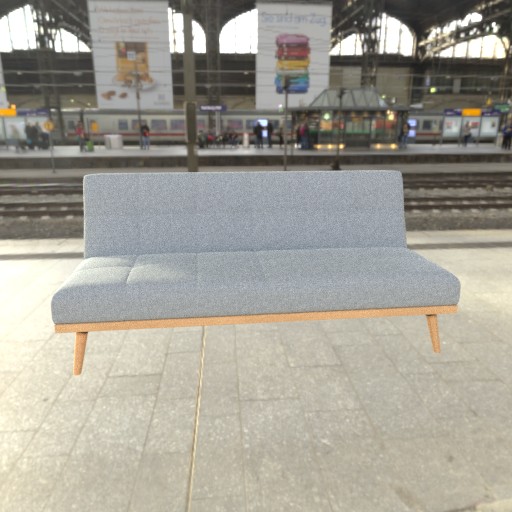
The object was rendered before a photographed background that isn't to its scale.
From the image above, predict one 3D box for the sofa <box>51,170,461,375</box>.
[{"bbox_3d":[0.000,0.000,2.286,1.820,0.800,0.800,-2,16,-7],"label":"sofa"}]
